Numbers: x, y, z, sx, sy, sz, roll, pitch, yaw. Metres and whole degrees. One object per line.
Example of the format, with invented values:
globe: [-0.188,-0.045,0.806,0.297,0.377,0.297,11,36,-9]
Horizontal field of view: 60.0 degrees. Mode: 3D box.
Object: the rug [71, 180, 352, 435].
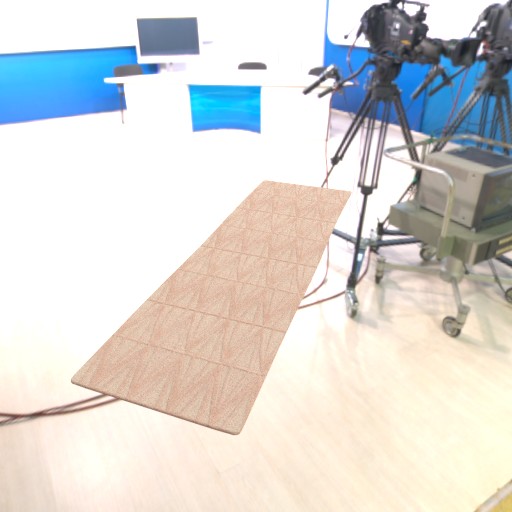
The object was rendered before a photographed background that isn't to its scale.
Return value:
rug: [0.000,0.000,2.690,0.760,0.015,2.435,11,32,17]
